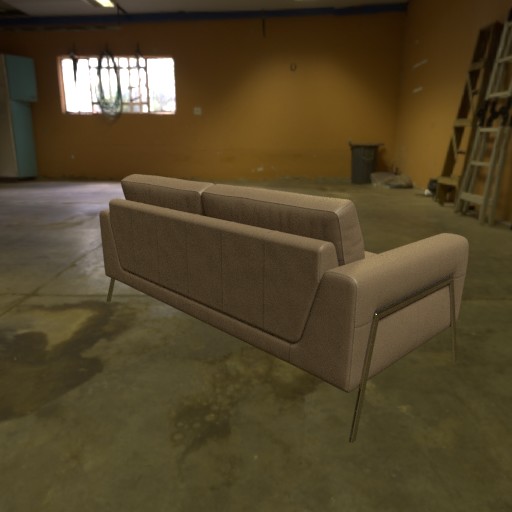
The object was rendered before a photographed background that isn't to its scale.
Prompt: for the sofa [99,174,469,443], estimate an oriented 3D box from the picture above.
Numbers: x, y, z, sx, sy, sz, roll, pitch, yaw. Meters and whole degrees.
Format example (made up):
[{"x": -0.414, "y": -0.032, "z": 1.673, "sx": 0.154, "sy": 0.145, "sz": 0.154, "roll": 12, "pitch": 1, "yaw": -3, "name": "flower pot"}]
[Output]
[{"x": 0.000, "y": 0.000, "z": 2.548, "sx": 0.953, "sy": 0.875, "sz": 2.017, "roll": -14, "pitch": 20, "yaw": -42, "name": "sofa"}]
